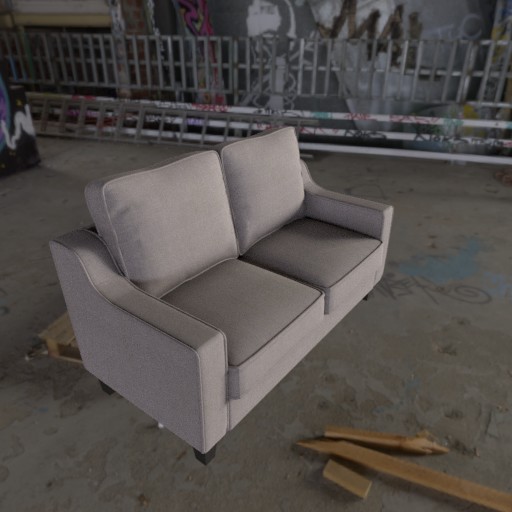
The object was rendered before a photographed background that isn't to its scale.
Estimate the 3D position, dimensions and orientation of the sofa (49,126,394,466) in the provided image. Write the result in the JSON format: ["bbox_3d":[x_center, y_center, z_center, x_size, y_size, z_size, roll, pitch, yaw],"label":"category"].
[{"bbox_3d":[0.000,0.000,2.065,0.791,0.948,1.500,20,34,32],"label":"sofa"}]
